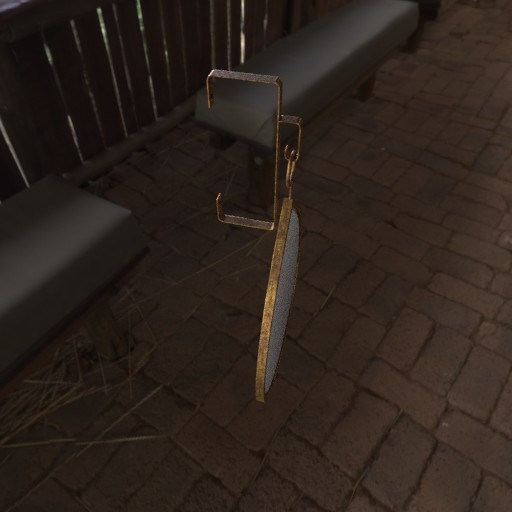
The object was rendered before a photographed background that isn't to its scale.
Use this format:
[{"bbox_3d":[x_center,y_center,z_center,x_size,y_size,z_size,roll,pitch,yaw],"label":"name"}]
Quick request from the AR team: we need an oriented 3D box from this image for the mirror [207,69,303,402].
[{"bbox_3d":[0.000,0.000,0.905,0.144,0.744,0.405,11,48,10],"label":"mirror"}]
